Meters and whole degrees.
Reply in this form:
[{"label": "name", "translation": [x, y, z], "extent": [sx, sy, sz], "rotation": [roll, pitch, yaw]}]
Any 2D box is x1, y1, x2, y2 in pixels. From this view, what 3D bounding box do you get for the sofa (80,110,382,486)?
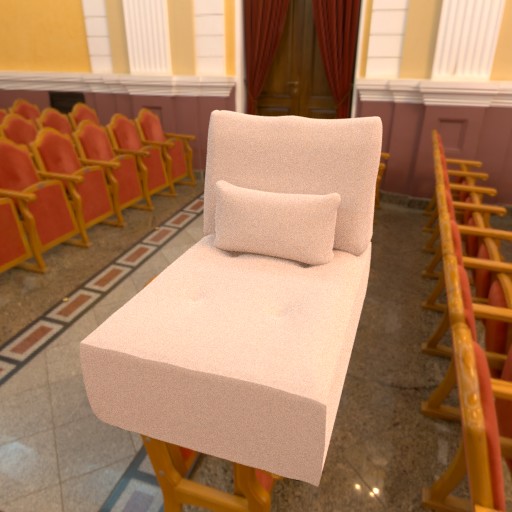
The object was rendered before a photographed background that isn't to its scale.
[{"label": "sofa", "translation": [0.000, 0.000, 1.497], "extent": [0.700, 0.820, 1.000], "rotation": [8, 27, 17]}]
